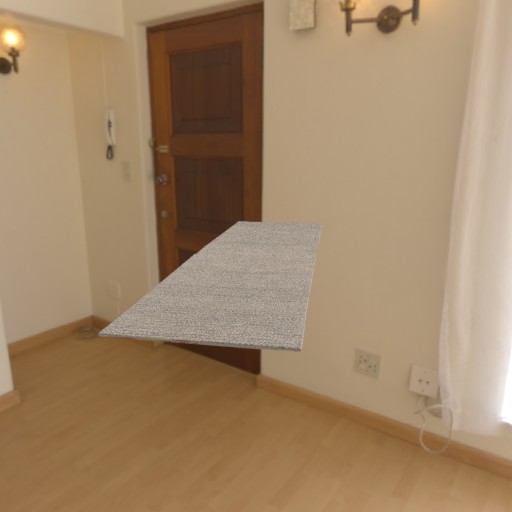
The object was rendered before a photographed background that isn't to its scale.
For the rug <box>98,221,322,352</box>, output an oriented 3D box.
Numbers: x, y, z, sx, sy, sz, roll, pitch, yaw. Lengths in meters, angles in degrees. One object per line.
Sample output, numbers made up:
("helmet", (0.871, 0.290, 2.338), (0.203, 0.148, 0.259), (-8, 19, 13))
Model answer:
("rug", (0.000, 0.000, 2.553), (0.692, 0.032, 2.320), (2, 14, 10))
